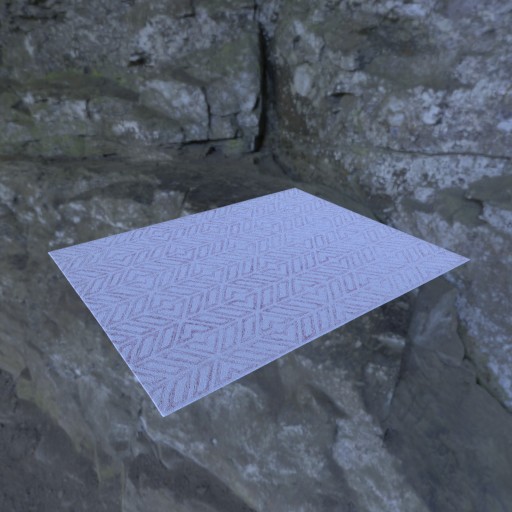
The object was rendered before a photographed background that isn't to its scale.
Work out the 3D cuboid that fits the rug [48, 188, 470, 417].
[{"bbox_3d":[0.000,0.000,4.081,3.045,0.008,2.421,-19,33,-32],"label":"rug"}]
